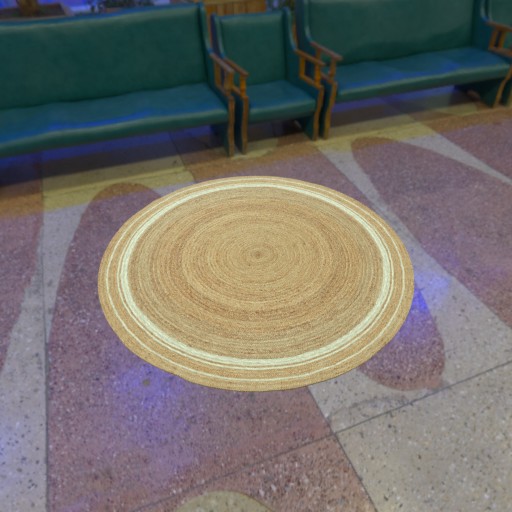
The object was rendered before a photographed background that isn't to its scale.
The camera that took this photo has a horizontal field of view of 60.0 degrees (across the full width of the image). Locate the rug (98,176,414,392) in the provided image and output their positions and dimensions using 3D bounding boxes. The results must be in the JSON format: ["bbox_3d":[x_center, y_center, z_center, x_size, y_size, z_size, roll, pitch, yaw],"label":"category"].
[{"bbox_3d":[0.000,0.000,3.548,2.444,0.015,2.444,0,41,0],"label":"rug"}]
